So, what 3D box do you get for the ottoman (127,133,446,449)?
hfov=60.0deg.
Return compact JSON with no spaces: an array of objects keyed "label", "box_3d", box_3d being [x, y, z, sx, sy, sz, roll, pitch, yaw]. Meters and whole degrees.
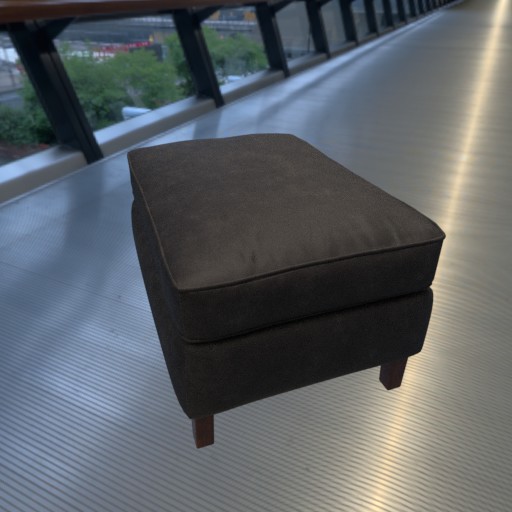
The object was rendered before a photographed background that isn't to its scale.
[{"label":"ottoman","box_3d":[0.000,0.000,1.001,0.501,0.413,0.665,-10,32,-17]}]
